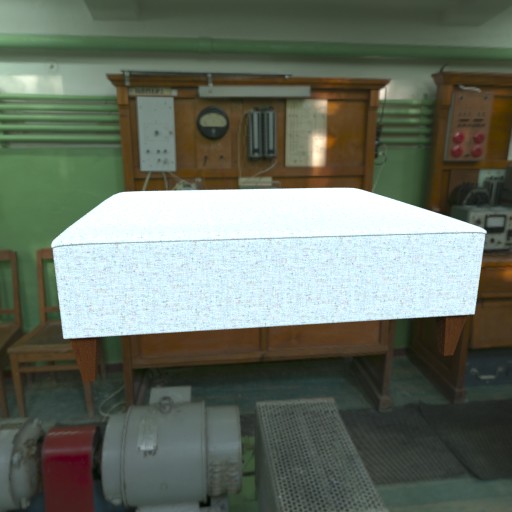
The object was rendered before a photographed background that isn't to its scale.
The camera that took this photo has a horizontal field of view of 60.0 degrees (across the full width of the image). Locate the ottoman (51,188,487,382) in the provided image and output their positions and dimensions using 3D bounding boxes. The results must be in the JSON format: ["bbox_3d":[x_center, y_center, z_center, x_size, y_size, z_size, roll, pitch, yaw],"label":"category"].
[{"bbox_3d":[0.000,0.000,1.215,0.835,0.303,0.736,-2,15,-8],"label":"ottoman"}]
